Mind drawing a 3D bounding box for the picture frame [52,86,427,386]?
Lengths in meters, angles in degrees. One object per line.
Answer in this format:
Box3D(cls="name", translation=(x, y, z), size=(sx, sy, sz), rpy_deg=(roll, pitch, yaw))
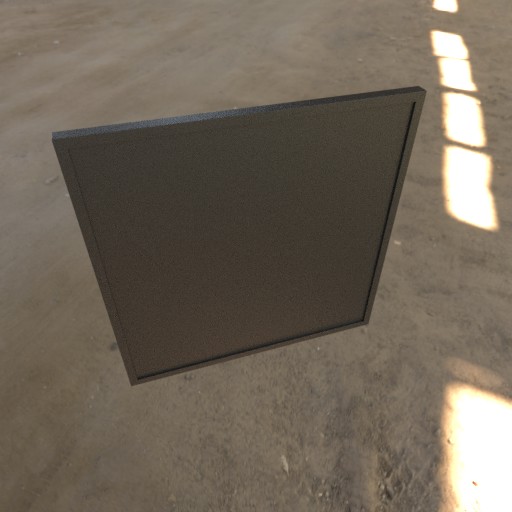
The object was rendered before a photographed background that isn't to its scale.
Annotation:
Box3D(cls="picture frame", translation=(0.000, 0.000, 1.143), size=(0.775, 0.775, 0.032), rpy_deg=(-12, 42, -13))
